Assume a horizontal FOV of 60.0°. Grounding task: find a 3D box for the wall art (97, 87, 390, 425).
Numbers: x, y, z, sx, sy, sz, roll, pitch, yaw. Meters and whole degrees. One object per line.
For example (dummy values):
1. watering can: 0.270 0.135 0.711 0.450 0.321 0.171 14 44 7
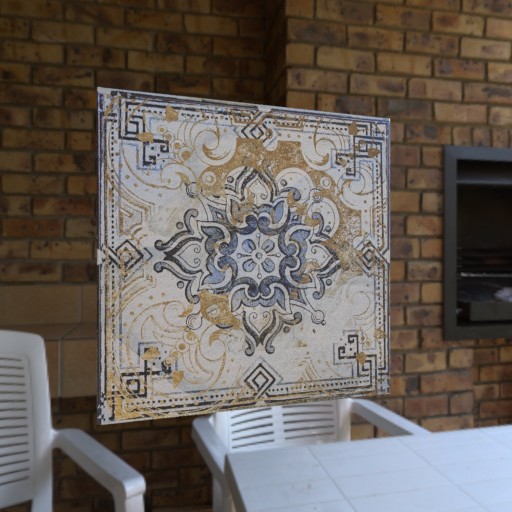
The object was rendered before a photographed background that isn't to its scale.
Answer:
1. wall art: 0.000 0.000 0.902 0.609 0.607 0.036 0 0 -18
